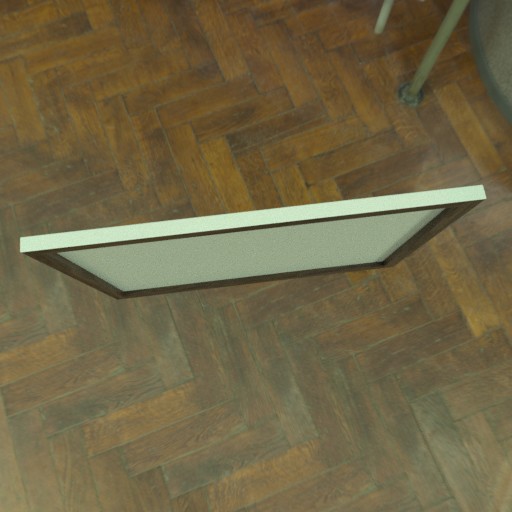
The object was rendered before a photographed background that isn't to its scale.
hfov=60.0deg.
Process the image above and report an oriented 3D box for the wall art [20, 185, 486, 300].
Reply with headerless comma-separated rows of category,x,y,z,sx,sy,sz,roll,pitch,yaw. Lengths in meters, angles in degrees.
wall art,0.000,0.000,1.932,1.520,1.016,0.051,-7,76,-2
